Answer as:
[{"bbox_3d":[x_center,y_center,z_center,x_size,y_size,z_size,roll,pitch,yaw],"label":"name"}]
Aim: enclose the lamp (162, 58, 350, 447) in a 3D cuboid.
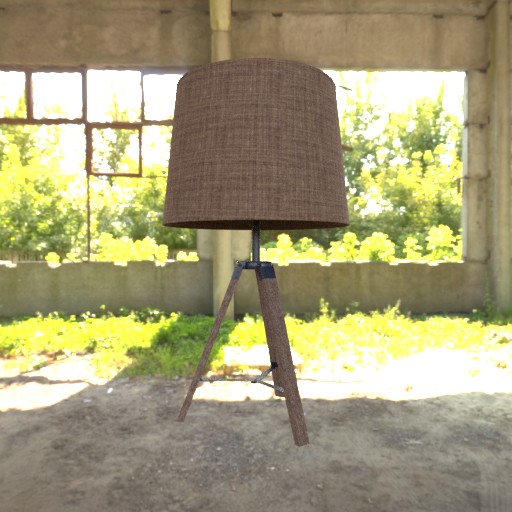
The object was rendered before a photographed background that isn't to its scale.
[{"bbox_3d":[0.000,0.000,0.699,0.290,0.514,0.290,0,1,0],"label":"lamp"}]
